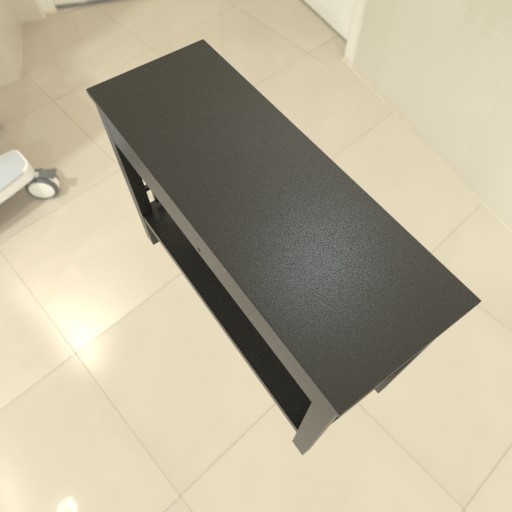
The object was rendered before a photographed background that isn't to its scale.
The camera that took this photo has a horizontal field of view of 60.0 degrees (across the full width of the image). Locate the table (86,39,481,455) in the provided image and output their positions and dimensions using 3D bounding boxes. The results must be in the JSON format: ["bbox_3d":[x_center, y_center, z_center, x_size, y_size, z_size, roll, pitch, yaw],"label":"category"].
[{"bbox_3d":[0.000,0.000,1.397,0.397,0.753,1.068,-32,65,-17],"label":"table"}]
